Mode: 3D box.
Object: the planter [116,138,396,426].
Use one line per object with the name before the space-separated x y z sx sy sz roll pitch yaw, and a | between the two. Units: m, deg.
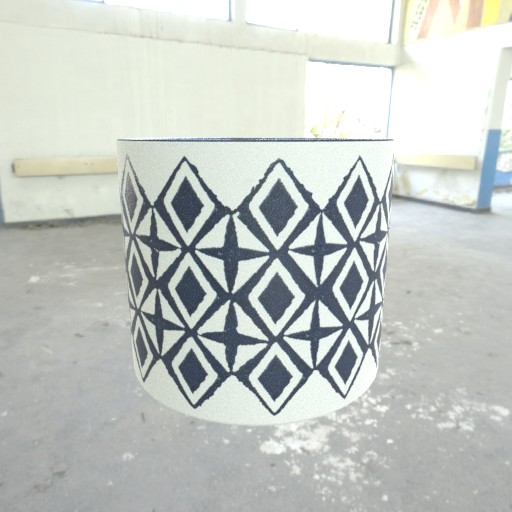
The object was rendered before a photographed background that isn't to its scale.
planter | 0.000 0.000 0.395 0.224 0.203 0.224 0 15 0
